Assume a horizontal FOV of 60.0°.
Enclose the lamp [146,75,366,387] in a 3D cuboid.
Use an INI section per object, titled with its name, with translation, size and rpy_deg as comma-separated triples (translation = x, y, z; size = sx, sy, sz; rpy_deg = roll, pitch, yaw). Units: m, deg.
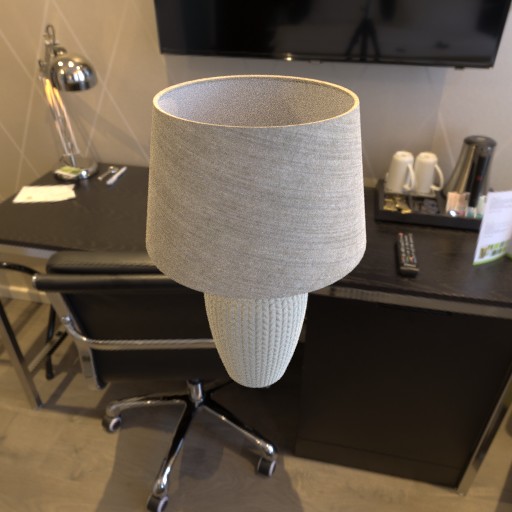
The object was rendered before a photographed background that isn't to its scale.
[lamp]
translation = 0.000, 0.000, 0.831
size = 0.390, 0.580, 0.390
rpy_deg = 0, 33, 0
